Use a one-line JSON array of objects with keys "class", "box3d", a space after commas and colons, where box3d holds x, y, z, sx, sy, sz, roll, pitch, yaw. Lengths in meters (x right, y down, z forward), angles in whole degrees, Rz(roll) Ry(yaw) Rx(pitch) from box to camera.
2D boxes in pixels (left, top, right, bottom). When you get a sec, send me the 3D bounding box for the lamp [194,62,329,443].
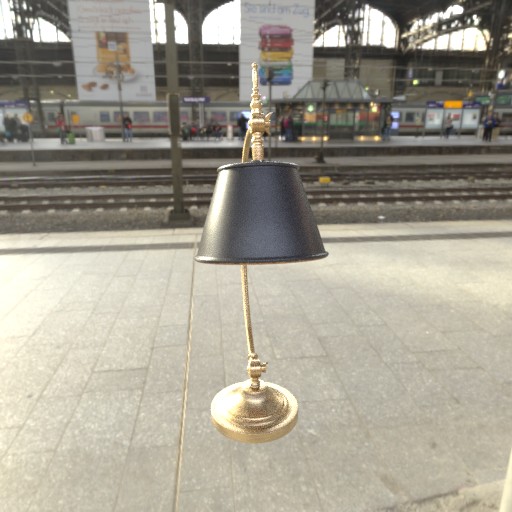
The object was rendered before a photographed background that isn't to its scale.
[{"class": "lamp", "box3d": [0.000, 0.000, 0.835, 0.235, 0.675, 0.344, -3, 17, -8]}]
